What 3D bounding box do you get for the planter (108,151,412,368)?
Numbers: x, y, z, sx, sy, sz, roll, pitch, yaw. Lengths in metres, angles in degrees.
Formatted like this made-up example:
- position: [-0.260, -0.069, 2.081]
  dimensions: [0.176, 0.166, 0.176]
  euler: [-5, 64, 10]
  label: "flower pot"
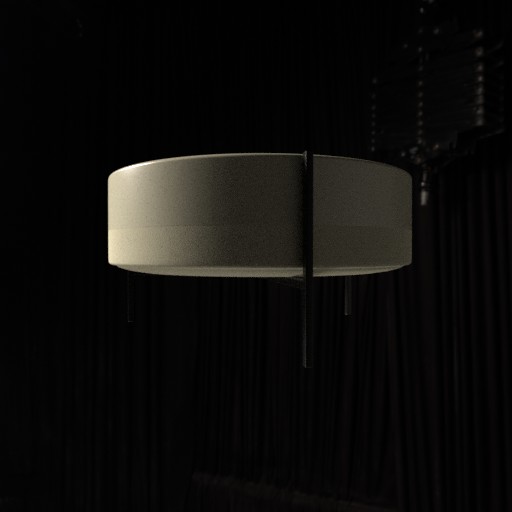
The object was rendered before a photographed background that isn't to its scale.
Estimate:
- position: [0.000, 0.000, 0.520]
  dimensions: [0.345, 0.171, 0.336]
  euler: [0, 1, 18]
  label: "planter"
